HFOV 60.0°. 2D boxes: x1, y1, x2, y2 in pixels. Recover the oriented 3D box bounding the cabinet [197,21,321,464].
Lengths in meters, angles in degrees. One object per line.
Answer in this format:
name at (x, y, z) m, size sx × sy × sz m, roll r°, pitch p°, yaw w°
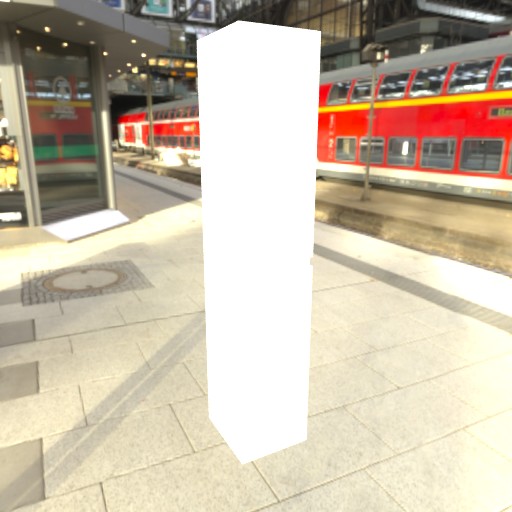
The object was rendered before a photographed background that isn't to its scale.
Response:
cabinet at (0.000, 0.000, 1.549) m, size 0.269 × 1.400 × 0.300 m, roll -8°, pitch 18°, yaw -27°
